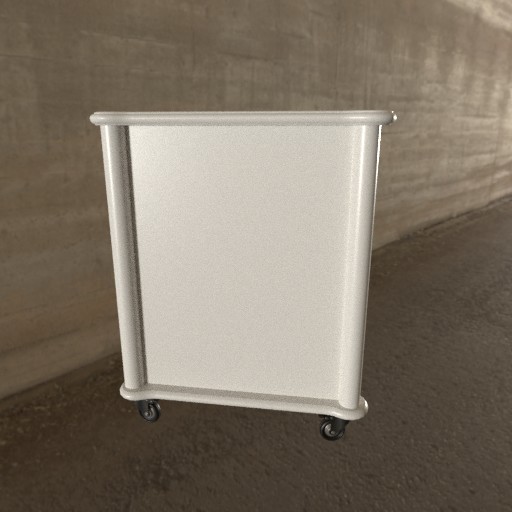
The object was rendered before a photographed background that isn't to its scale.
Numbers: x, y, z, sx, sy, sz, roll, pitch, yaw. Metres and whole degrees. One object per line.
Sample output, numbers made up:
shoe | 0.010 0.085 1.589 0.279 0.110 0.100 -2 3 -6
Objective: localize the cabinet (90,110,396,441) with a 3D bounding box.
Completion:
cabinet | 0.000 0.000 1.253 0.627 0.761 0.628 2 16 8
